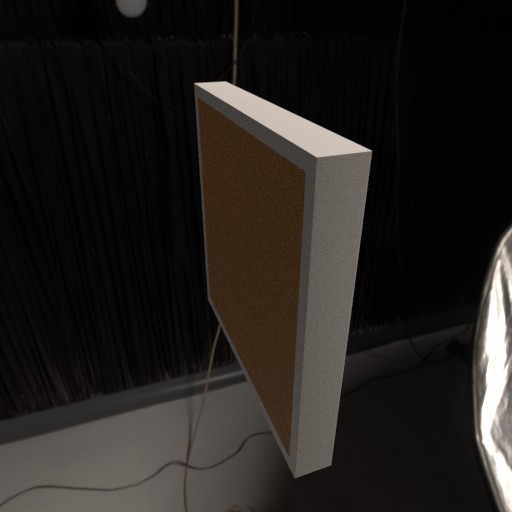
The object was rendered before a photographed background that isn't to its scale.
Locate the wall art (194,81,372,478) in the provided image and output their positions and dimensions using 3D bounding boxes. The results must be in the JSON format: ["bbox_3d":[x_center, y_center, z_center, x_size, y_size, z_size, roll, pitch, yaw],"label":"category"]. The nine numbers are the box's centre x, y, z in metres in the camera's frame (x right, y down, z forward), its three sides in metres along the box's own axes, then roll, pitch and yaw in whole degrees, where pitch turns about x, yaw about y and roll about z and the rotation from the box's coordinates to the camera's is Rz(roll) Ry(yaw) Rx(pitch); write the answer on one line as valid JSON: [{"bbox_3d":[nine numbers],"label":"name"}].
[{"bbox_3d":[0.000,0.000,0.464,0.038,0.302,0.305,-10,31,-18],"label":"wall art"}]
